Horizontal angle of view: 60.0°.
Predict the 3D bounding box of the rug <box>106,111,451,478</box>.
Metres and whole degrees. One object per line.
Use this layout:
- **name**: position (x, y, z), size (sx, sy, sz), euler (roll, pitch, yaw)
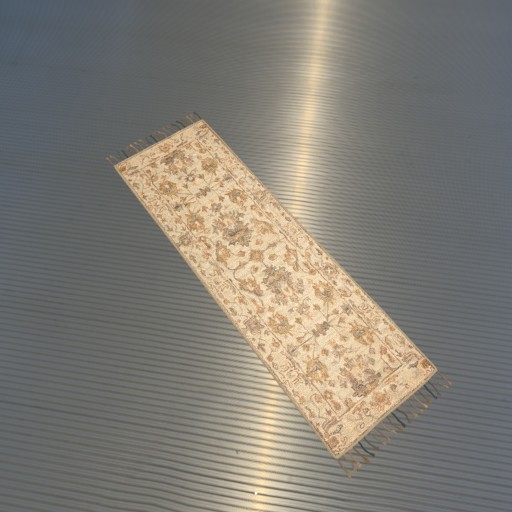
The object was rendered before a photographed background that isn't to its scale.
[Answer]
- **rug**: position (0.000, 0.000, 2.646), size (0.729, 0.021, 2.438), euler (-33, 67, -16)
